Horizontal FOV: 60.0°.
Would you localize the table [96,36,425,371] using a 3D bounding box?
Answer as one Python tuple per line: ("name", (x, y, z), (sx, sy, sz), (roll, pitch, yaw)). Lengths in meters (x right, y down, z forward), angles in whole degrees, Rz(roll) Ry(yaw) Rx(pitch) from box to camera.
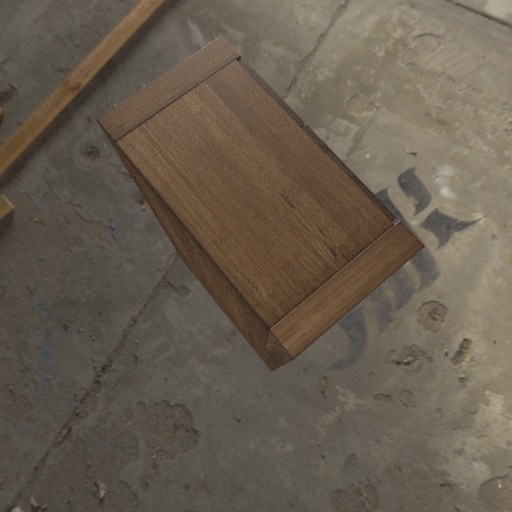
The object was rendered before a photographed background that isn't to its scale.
("table", (0.000, 0.000, 2.508), (0.600, 2.000, 1.100), (-38, 78, -10))
